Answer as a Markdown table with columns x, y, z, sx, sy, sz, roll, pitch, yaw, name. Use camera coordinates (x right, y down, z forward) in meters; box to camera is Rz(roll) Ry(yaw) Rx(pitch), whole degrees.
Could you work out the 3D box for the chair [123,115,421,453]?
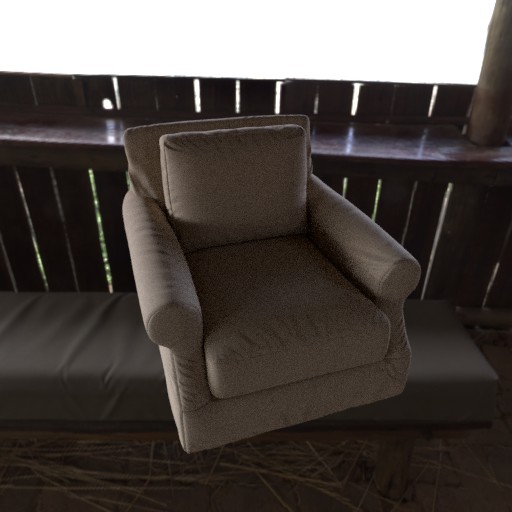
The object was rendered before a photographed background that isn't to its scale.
| x | y | z | sx | sy | sz | roll | pitch | yaw | name |
| --- | --- | --- | --- | --- | --- | --- | --- | --- | --- |
| 0.000 | 0.000 | 1.739 | 0.940 | 0.866 | 1.066 | -9 | 31 | -16 | chair |
